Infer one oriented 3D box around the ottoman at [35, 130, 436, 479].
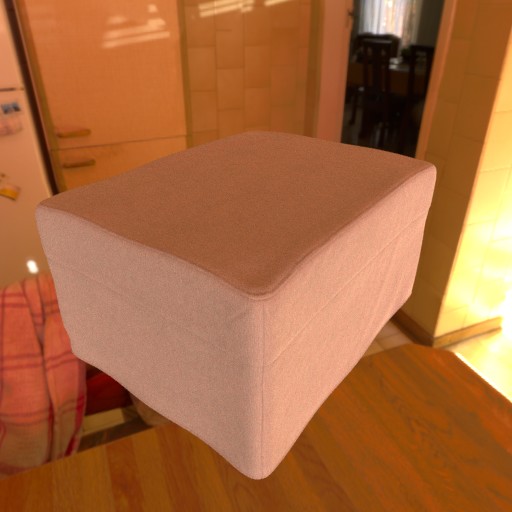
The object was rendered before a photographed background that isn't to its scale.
[{"bbox_3d":[0.000,0.000,1.199,0.648,0.461,0.833,20,35,31],"label":"ottoman"}]
